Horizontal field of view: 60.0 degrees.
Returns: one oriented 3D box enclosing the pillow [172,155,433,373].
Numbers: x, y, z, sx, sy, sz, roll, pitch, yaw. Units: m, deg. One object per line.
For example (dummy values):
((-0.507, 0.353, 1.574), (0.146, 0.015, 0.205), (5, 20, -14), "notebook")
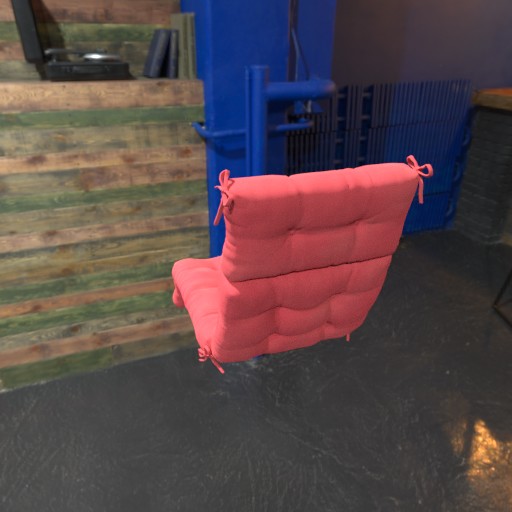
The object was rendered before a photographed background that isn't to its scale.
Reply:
((0.000, 0.000, 1.536), (0.526, 0.863, 1.016), (-9, 27, -18), "pillow")
